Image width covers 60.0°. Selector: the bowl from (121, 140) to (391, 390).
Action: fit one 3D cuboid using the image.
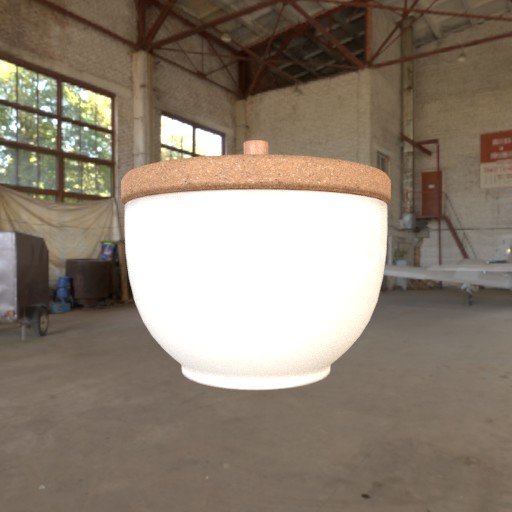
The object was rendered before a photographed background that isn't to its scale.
[{"bbox_3d":[0.000,0.000,0.217,0.126,0.110,0.126,0,0,0],"label":"bowl"}]
